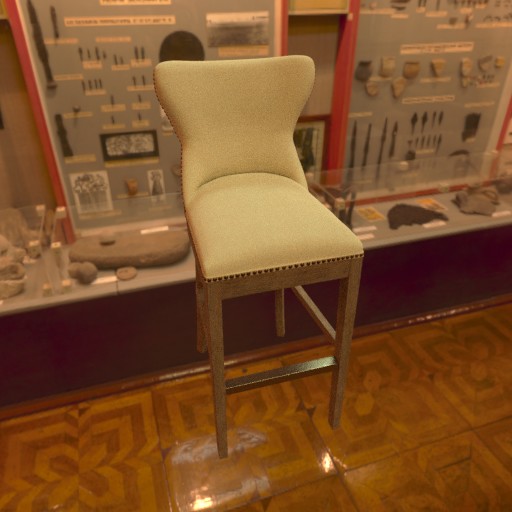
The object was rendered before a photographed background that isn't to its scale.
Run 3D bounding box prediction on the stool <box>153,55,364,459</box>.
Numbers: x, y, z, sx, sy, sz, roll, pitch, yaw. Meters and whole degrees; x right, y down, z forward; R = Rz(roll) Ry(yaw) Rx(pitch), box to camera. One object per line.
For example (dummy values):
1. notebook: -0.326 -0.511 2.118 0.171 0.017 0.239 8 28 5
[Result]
1. stool: 0.000 0.000 1.433 0.494 1.123 0.606 -9 33 -14
